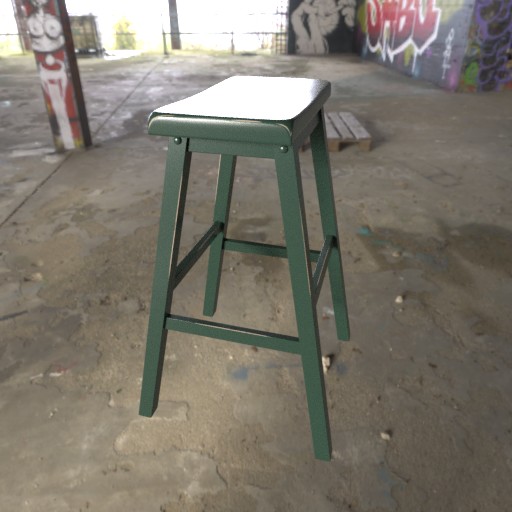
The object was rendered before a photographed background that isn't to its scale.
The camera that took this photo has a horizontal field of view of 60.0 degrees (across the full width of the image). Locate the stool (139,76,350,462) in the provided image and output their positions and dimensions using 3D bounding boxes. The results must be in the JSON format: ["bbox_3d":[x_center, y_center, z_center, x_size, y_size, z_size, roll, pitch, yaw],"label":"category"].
[{"bbox_3d":[0.000,0.000,1.055,0.476,0.737,0.457,8,31,14],"label":"stool"}]
